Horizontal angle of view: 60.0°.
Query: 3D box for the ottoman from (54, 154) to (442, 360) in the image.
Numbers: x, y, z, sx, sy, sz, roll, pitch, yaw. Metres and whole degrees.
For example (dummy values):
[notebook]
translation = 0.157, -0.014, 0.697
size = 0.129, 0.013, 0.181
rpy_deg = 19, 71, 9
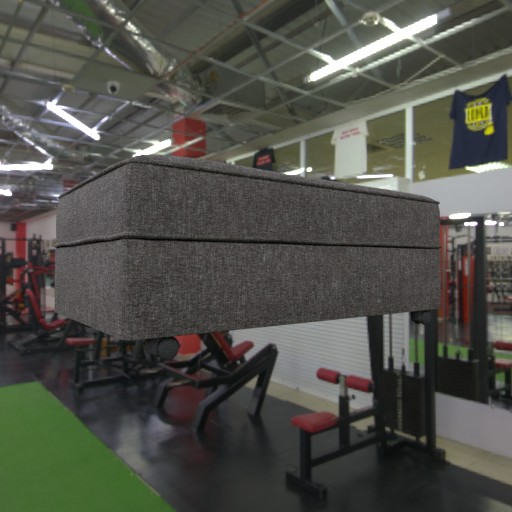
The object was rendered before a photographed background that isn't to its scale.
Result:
[ottoman]
translation = 0.000, 0.000, 1.538
size = 1.184, 0.487, 0.717
rpy_deg = 1, -1, -36
